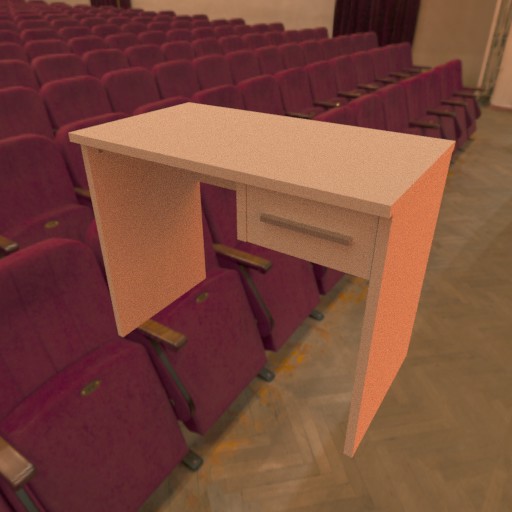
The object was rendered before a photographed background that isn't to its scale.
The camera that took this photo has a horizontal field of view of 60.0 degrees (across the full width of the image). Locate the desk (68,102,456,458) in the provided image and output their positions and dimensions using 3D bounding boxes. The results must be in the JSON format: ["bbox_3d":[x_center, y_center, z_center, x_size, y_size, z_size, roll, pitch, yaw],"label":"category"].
[{"bbox_3d":[0.000,0.000,1.355,0.900,0.729,0.498,18,35,29],"label":"desk"}]
